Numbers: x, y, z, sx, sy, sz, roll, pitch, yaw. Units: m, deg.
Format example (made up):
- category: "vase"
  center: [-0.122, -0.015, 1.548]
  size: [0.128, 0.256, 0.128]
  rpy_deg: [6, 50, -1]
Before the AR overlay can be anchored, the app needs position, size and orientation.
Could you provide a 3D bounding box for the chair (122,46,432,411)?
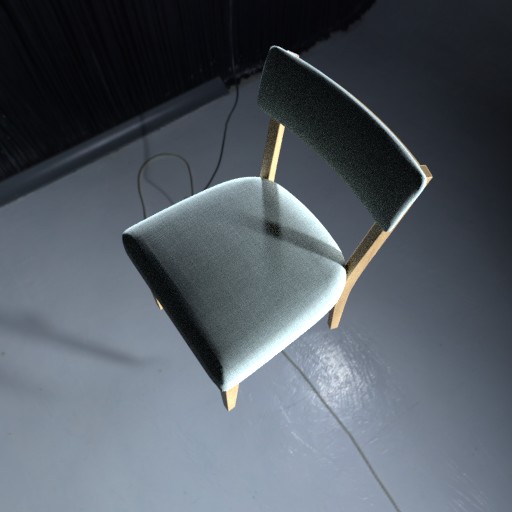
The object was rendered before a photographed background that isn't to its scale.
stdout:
- category: "chair"
  center: [0.000, 0.000, 1.220]
  size: [0.572, 0.832, 0.508]
  rpy_deg: [-33, 67, -16]
